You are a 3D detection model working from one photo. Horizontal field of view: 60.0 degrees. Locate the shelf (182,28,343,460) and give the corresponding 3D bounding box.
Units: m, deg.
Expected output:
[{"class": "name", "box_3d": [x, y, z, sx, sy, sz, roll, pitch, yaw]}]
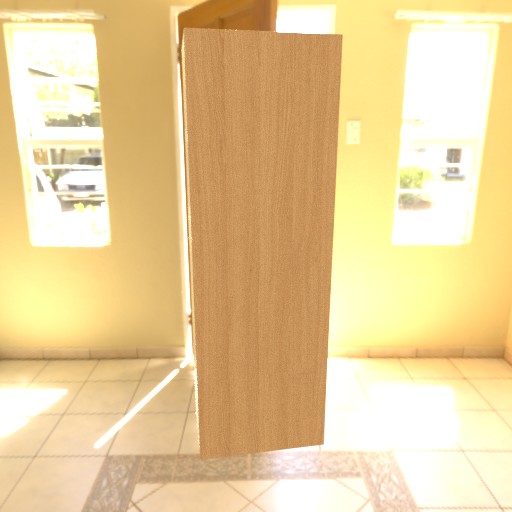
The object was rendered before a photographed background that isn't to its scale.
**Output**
[{"class": "shelf", "box_3d": [0.000, 0.000, 0.998, 0.290, 0.882, 0.197, -3, 15, -10]}]
